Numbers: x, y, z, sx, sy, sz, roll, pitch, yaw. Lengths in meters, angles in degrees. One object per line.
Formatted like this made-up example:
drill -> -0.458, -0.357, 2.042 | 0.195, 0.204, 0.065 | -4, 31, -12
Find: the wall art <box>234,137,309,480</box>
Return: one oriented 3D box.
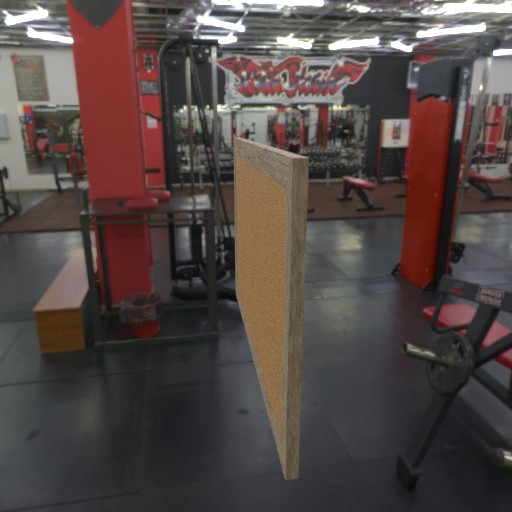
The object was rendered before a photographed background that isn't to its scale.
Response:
wall art -> 0.000, 0.000, 0.975 | 0.021, 0.480, 0.780 | -2, 17, -8
